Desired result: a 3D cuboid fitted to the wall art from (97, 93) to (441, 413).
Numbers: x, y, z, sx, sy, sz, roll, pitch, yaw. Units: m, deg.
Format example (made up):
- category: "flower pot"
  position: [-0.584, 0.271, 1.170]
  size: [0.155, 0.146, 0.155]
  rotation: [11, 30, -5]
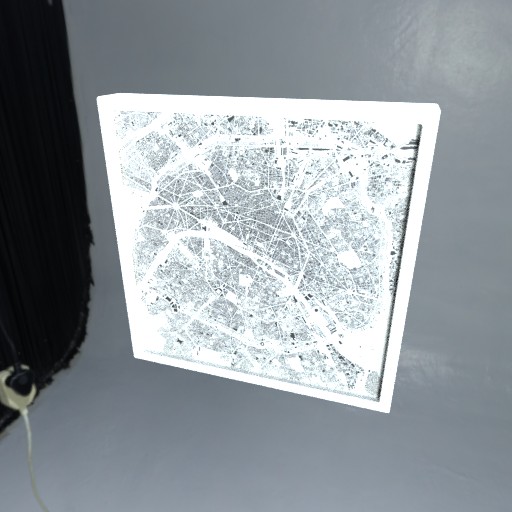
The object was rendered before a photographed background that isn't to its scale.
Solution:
- category: "wall art"
  position: [0.000, 0.000, 0.457]
  size: [0.305, 0.305, 0.038]
  rotation: [8, 26, 16]
